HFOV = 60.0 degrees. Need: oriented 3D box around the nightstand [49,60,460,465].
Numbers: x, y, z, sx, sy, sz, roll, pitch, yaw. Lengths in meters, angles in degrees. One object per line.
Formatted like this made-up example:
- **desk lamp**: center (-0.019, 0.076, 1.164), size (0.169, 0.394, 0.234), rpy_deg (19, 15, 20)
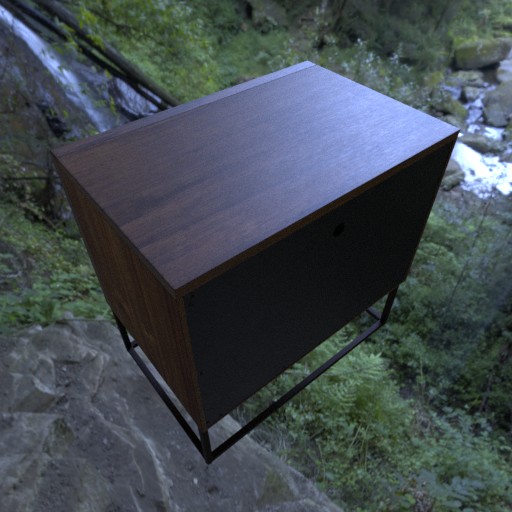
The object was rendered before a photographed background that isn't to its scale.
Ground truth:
- **nightstand**: center (0.000, 0.000, 1.007), size (0.610, 0.610, 0.437), rpy_deg (-30, 52, -26)
